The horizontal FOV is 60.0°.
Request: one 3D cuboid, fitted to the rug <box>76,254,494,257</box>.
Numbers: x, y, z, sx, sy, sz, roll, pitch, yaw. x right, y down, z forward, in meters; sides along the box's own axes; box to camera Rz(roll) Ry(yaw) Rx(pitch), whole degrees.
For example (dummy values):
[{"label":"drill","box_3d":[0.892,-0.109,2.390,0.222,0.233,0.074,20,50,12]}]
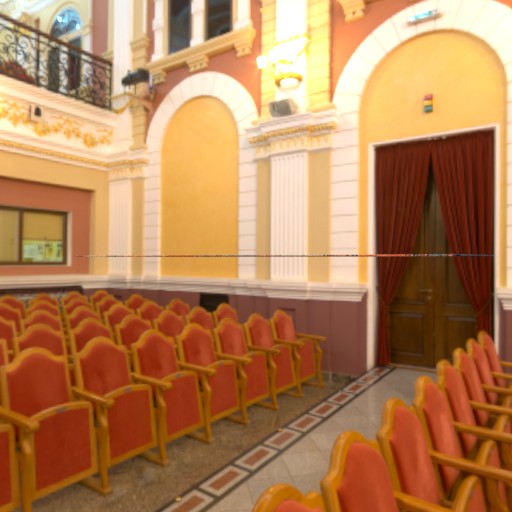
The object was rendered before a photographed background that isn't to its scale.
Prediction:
[{"label":"rug","box_3d":[0.000,0.000,2.582,2.362,0.008,0.832,0,0,36]}]
